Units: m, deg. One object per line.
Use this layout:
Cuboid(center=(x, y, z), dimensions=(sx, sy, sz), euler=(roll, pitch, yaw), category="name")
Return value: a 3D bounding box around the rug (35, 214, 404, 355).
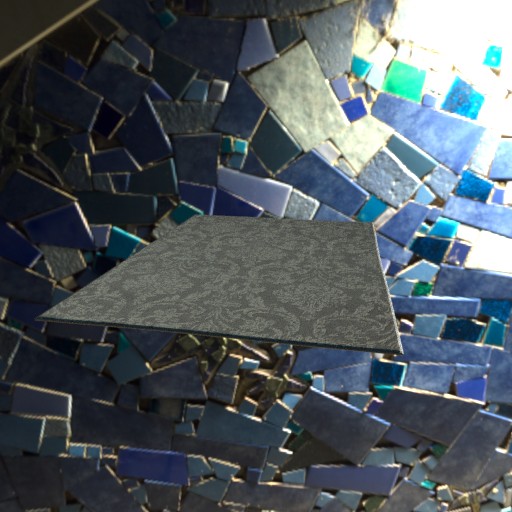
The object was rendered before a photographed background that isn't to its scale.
Cuboid(center=(0.000, 0.000, 2.858), dimensions=(1.578, 0.014, 2.206), euler=(3, 18, 11), category="rug")
